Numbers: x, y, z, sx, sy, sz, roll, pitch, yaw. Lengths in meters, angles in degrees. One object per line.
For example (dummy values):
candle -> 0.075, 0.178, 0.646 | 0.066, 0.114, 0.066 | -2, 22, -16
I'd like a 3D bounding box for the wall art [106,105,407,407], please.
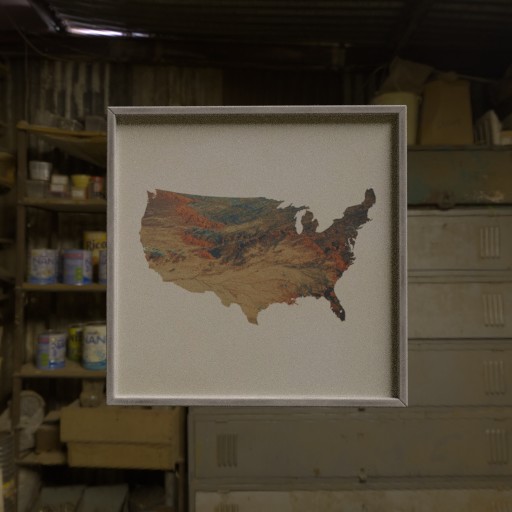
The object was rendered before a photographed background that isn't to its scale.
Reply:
wall art -> 0.000, 0.000, 0.454 | 0.303, 0.303, 0.015 | 0, -1, 1
